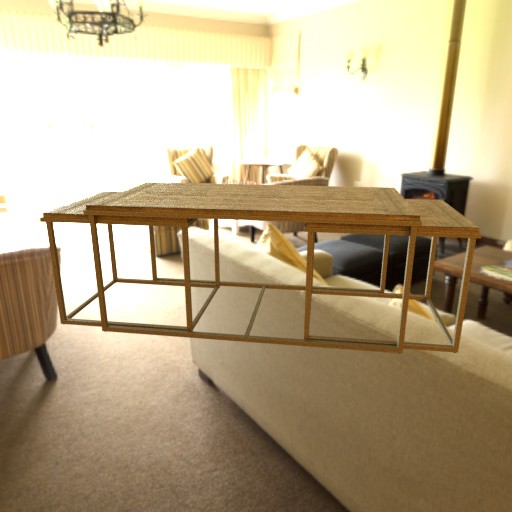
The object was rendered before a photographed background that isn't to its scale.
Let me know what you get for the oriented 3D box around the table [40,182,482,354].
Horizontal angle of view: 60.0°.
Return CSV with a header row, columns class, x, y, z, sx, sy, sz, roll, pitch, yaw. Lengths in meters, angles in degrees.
class,x,y,z,sx,sy,sz,roll,pitch,yaw
table,0.000,0.000,1.555,1.312,0.427,0.489,3,18,8
